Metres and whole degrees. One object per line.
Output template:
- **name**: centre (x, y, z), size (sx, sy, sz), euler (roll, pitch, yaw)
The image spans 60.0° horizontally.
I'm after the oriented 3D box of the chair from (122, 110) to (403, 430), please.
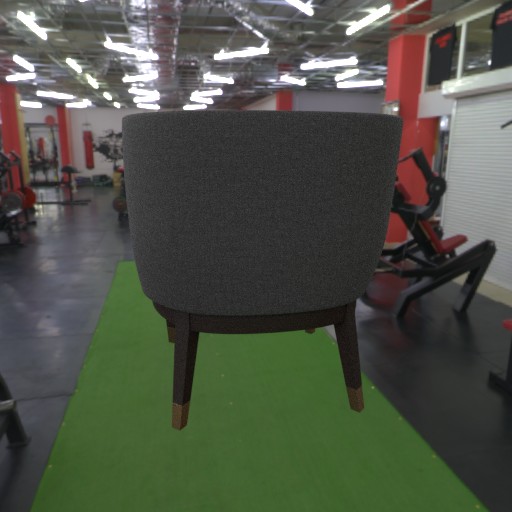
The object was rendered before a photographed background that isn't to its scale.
- **chair**: centre (0.000, 0.000, 1.194), size (0.639, 0.695, 0.698), euler (-2, 14, -9)
